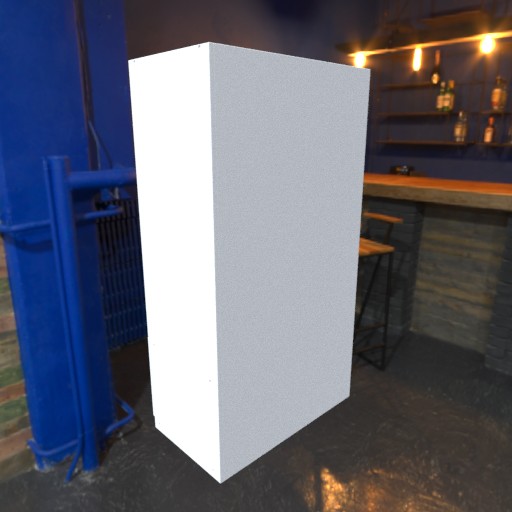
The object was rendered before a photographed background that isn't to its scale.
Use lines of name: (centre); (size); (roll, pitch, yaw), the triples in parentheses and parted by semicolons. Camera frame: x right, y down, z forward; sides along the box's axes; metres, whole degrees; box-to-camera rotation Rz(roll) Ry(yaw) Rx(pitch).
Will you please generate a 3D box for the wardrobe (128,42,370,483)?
wardrobe: (0.000, 0.000, 2.270); (0.991, 1.808, 0.577); (-14, 21, -42)
